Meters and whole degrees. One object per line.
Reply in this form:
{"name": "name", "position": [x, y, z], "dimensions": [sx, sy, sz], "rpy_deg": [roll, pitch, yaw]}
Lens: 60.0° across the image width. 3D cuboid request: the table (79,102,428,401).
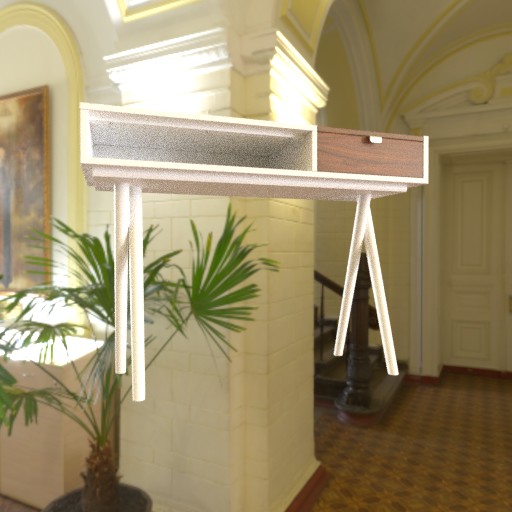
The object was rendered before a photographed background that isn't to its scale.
{"name": "table", "position": [0.000, 0.000, 1.472], "dimensions": [1.066, 0.785, 0.418], "rpy_deg": [0, 0, -18]}
